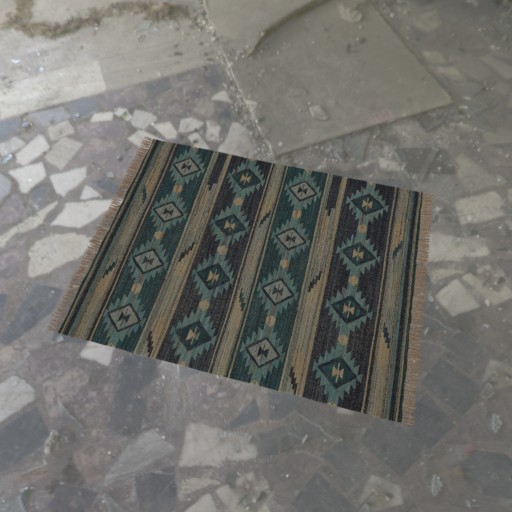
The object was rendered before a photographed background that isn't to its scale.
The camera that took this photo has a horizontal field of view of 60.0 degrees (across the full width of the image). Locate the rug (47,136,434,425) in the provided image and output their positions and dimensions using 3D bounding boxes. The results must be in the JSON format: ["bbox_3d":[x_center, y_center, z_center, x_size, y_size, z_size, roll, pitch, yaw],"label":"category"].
[{"bbox_3d":[0.000,0.000,4.356,3.307,0.047,2.418,13,62,7],"label":"rug"}]
